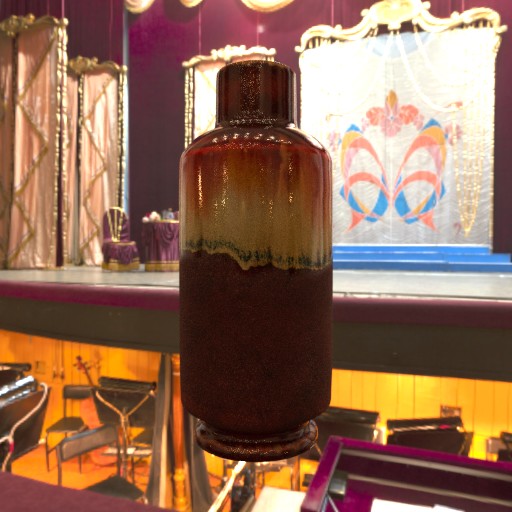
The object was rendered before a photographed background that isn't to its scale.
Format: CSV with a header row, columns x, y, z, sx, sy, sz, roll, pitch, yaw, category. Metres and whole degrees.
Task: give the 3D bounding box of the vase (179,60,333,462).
x,y,z,sx,sy,sz,roll,pitch,yaw,category
0.000,0.000,0.323,0.111,0.261,0.111,0,1,0,vase
